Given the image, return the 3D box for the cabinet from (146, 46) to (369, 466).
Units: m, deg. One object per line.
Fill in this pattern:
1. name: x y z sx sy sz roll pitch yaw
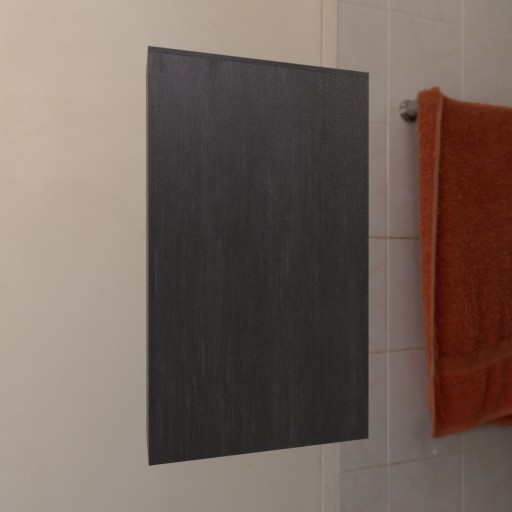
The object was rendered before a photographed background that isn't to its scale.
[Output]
1. cabinet: 0.000 0.000 1.570 0.750 1.280 0.250 0 0 -15
